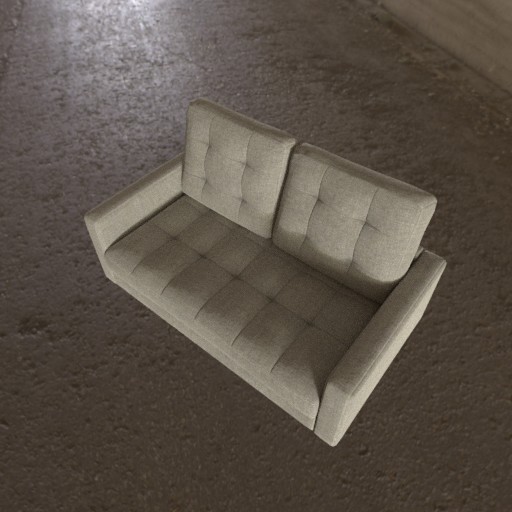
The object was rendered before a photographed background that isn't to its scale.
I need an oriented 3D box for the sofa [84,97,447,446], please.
[{"bbox_3d":[0.000,0.000,1.998,1.407,0.907,0.842,31,54,25],"label":"sofa"}]
